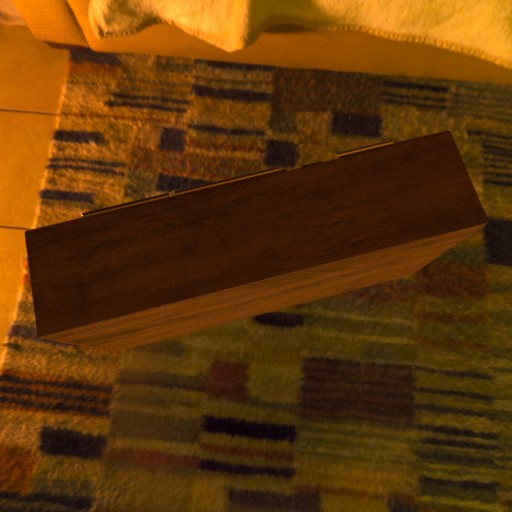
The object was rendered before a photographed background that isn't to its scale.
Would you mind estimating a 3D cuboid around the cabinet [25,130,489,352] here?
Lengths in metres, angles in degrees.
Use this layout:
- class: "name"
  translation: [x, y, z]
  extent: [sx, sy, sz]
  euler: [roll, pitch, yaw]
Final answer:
- class: "cabinet"
  translation: [0.000, 0.000, 2.006]
  extent: [1.600, 0.900, 0.420]
  euler: [-14, 75, -4]
